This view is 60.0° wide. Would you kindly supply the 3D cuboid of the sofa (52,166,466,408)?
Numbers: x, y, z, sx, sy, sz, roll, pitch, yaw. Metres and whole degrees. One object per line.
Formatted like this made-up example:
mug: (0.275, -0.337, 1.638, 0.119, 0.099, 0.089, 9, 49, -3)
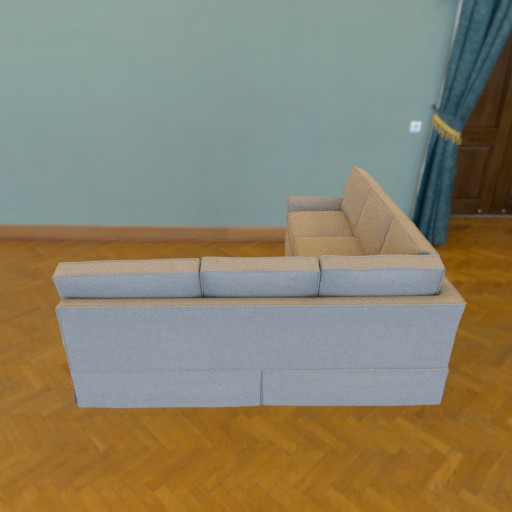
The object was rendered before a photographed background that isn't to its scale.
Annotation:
sofa: (0.000, 0.000, 4.212, 2.733, 1.124, 2.730, 0, 27, -1)
